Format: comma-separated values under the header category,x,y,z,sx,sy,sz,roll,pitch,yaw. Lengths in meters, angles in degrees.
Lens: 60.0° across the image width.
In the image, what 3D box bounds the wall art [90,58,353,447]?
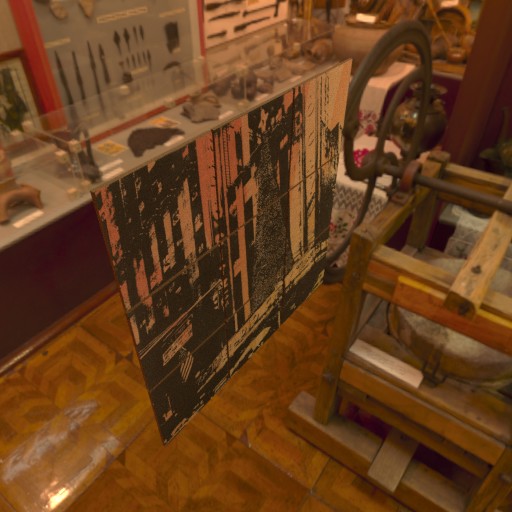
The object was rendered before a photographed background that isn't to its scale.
category,x,y,z,sx,sy,sz,roll,pitch,yaw
wall art,0.000,0.000,1.768,0.013,1.216,1.216,27,48,28
